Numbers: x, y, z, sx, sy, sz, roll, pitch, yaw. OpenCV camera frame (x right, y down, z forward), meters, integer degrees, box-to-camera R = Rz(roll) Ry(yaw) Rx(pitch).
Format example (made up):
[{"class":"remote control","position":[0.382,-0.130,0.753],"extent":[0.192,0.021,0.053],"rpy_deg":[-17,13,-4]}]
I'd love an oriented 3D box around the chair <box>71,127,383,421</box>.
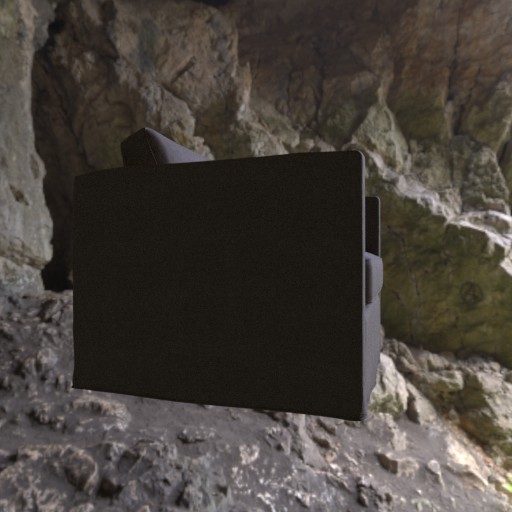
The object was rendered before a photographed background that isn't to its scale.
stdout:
[{"class":"chair","position":[0.000,0.000,1.770],"extent":[0.949,0.863,1.057],"rpy_deg":[0,0,18]}]
